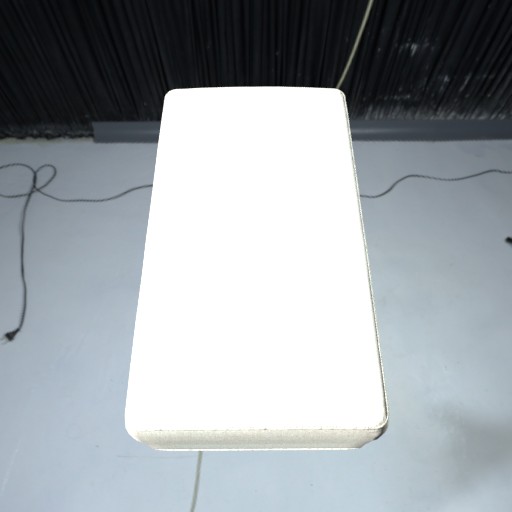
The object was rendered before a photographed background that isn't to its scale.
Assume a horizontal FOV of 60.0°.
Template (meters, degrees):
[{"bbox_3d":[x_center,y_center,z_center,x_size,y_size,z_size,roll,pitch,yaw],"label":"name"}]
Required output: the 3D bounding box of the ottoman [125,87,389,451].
[{"bbox_3d":[0.000,0.000,1.392,0.617,0.448,1.097,0,62,0],"label":"ottoman"}]
